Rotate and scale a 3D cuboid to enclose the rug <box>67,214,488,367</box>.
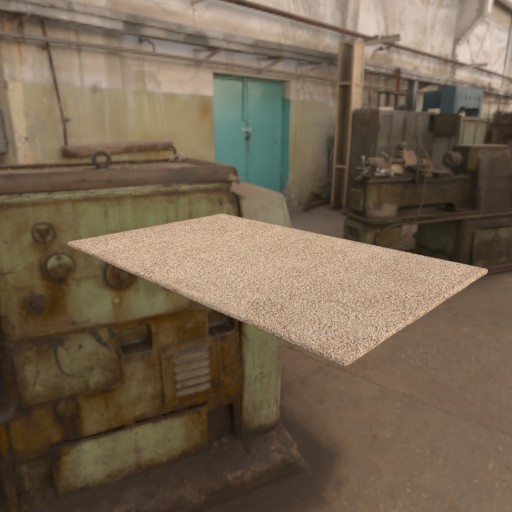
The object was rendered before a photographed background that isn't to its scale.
[{"bbox_3d":[0.000,0.000,2.970,2.438,0.030,1.524,16,23,42],"label":"rug"}]
